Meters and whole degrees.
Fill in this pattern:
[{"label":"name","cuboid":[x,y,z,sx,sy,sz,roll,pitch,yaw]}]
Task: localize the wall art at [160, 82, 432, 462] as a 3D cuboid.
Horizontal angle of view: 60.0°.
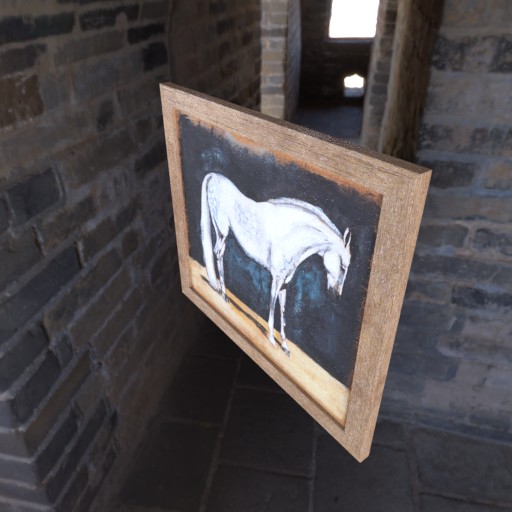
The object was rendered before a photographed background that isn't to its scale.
[{"label":"wall art","cuboid":[0.000,0.000,0.935,0.026,0.588,0.690,-22,38,-31]}]
